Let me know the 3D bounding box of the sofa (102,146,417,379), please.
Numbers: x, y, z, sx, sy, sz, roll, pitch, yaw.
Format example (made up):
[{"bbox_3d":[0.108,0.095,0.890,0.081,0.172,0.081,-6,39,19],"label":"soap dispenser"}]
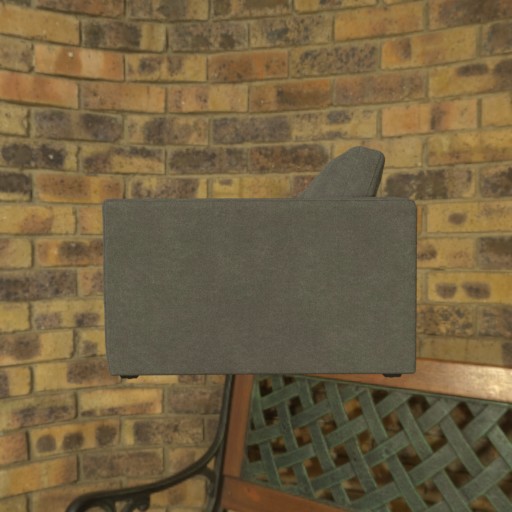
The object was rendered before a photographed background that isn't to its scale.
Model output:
[{"bbox_3d":[0.000,0.000,2.464,1.091,0.845,1.909,0,1,-1],"label":"sofa"}]
